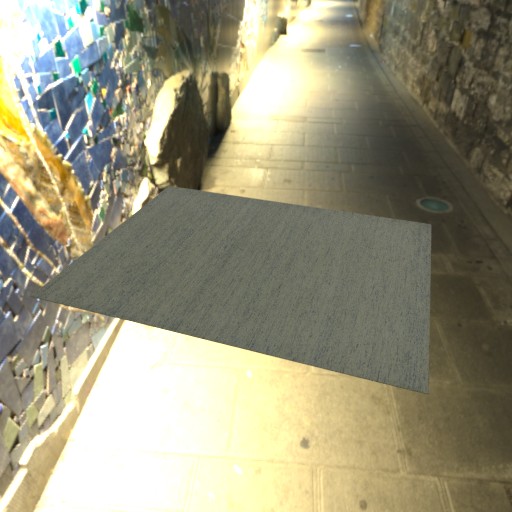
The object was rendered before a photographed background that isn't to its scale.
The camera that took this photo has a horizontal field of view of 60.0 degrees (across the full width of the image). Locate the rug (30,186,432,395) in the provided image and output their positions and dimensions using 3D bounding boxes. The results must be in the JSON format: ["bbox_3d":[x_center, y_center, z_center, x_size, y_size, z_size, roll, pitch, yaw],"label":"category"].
[{"bbox_3d":[0.000,0.000,4.280,3.197,0.006,2.438,10,34,16],"label":"rug"}]
